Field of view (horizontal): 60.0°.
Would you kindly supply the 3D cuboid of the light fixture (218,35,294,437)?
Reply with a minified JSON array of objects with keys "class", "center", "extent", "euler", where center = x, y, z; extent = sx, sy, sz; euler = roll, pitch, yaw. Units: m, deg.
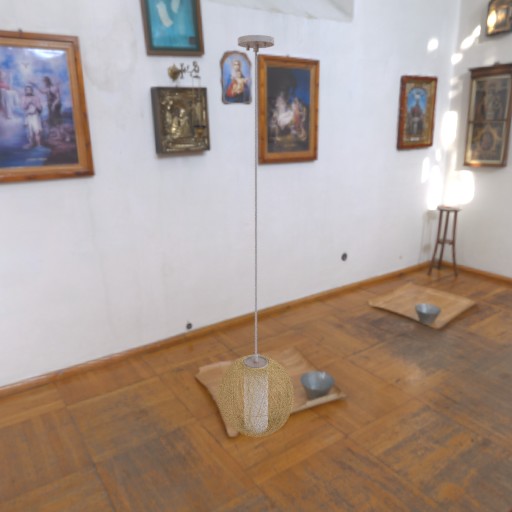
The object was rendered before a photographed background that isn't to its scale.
[{"class":"light fixture","center":[0.000,0.000,2.184],"extent":[0.407,1.955,0.406],"euler":[3,16,10]}]
